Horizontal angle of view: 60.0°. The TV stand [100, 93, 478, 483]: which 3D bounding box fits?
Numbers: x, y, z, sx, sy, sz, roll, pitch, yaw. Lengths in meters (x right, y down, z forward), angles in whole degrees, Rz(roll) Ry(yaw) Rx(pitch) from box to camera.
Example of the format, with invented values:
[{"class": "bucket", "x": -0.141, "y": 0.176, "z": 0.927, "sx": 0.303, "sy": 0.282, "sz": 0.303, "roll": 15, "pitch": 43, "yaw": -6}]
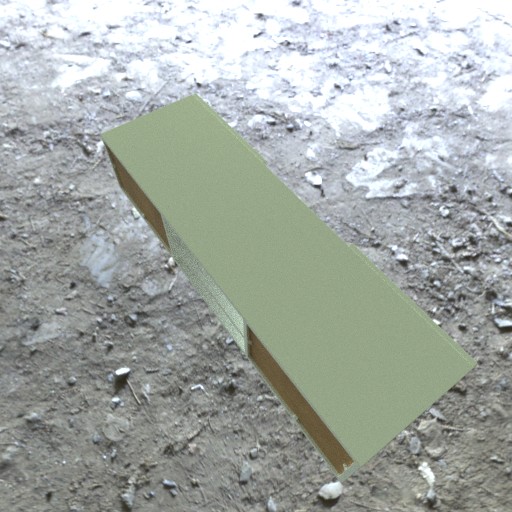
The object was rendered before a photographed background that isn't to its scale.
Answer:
[{"class": "TV stand", "x": 0.000, "y": 0.000, "z": 1.533, "sx": 0.420, "sy": 0.310, "sz": 1.400, "roll": -31, "pitch": 62, "yaw": -19}]
